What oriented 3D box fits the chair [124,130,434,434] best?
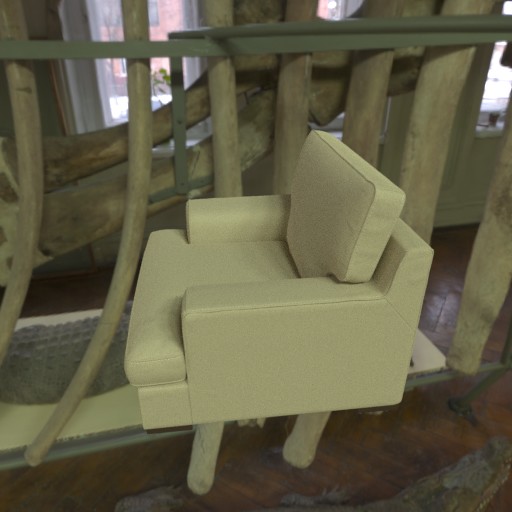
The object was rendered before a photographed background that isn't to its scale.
[{"bbox_3d":[0.000,0.000,2.150,1.274,1.005,1.293,-7,28,-13],"label":"chair"}]
